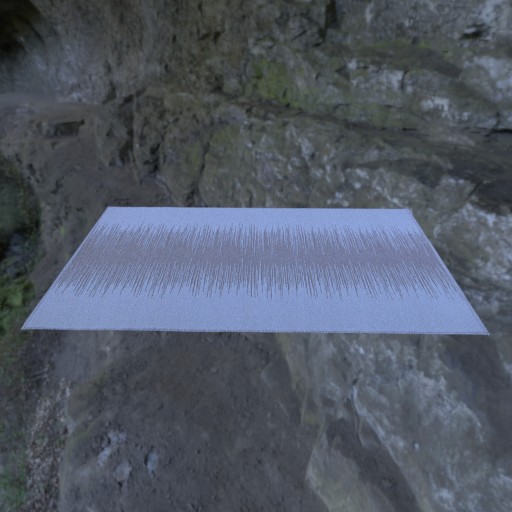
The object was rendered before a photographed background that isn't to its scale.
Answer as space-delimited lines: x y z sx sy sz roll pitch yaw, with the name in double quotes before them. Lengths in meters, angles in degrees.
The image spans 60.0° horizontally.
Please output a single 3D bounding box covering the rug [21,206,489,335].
"rug" 0.000 0.000 2.952 2.440 0.012 1.522 1 31 1
